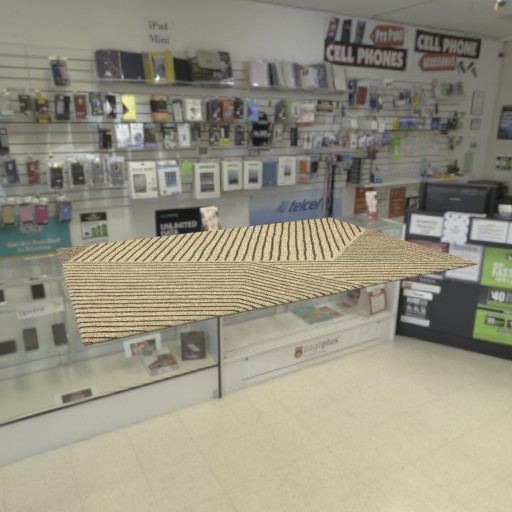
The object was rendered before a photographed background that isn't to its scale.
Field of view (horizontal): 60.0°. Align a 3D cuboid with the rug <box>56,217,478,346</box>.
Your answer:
[{"bbox_3d":[0.000,0.000,2.306,1.842,0.019,1.237,-8,19,-26],"label":"rug"}]
